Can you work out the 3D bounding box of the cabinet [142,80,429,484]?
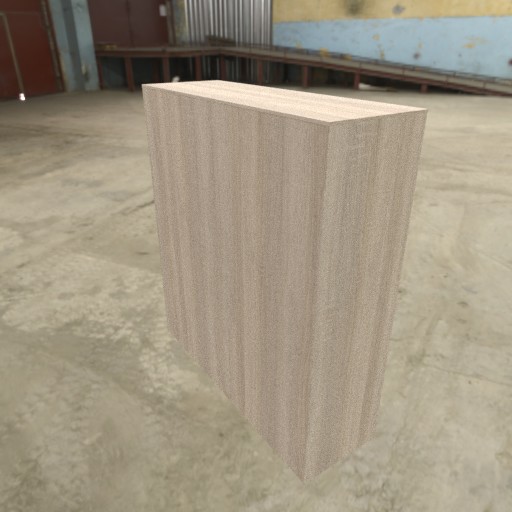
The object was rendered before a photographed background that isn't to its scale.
[{"bbox_3d":[0.000,0.000,2.985,0.620,2.060,1.870,-17,31,-31],"label":"cabinet"}]
